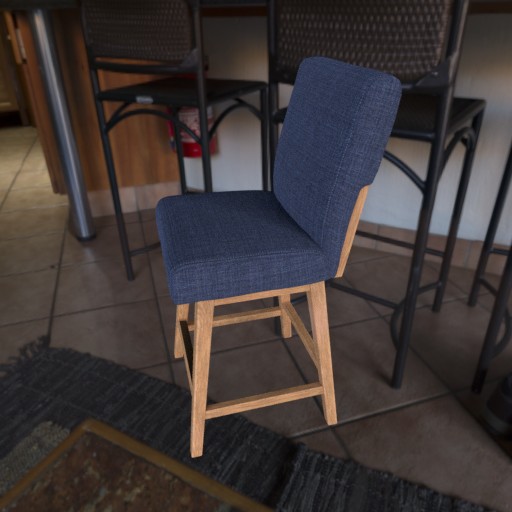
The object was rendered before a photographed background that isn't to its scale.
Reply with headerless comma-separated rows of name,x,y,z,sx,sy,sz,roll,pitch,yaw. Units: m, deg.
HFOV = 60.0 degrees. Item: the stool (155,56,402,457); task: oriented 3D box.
stool,0.000,0.000,1.276,0.526,1.010,0.459,-8,31,-13
